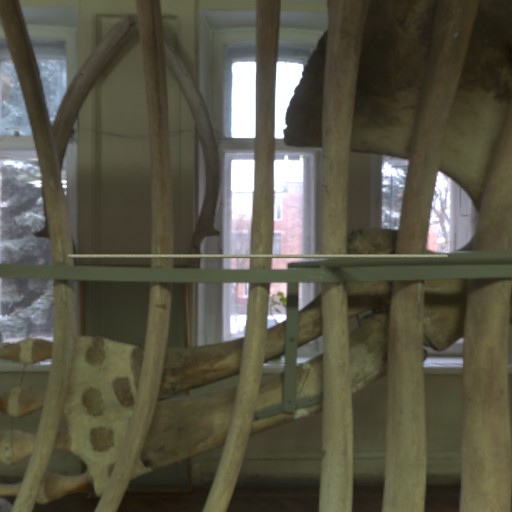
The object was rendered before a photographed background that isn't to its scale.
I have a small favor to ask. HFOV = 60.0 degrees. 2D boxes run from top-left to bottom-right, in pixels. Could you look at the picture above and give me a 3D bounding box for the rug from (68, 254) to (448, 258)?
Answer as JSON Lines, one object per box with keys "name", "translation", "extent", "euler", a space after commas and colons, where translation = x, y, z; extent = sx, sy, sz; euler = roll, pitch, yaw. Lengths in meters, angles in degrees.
{"name": "rug", "translation": [0.000, 0.000, 2.929], "extent": [1.540, 0.021, 2.290], "euler": [0, 0, 0]}
